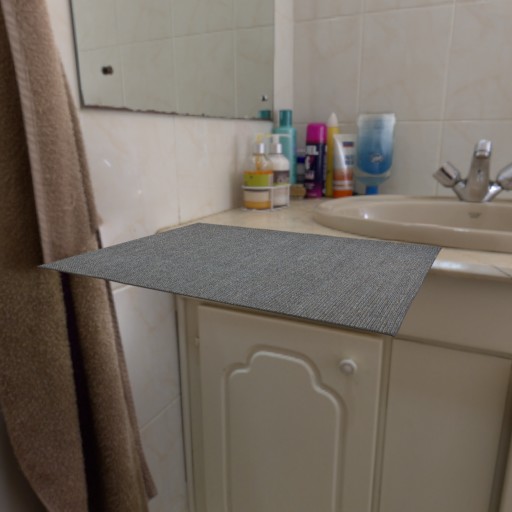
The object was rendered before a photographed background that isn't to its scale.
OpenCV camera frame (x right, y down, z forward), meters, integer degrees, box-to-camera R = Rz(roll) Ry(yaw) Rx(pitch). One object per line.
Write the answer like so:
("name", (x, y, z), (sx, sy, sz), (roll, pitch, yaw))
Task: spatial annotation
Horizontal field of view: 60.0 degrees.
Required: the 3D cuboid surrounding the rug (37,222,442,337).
("rug", (0.000, 0.000, 4.228), (3.068, 0.021, 2.456), (8, 16, 27))
